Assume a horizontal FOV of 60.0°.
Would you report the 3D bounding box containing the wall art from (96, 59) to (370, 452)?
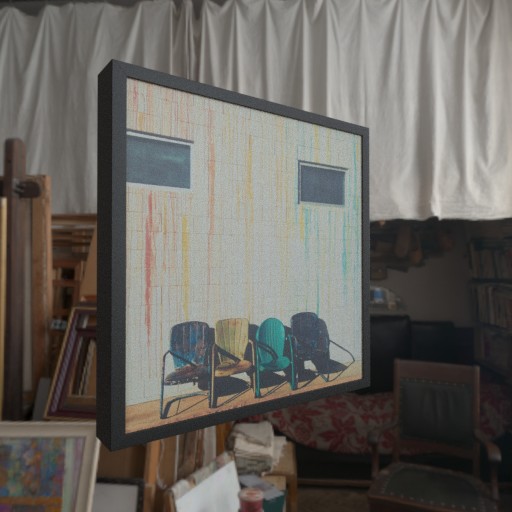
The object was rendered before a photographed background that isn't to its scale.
[{"bbox_3d":[0.000,0.000,0.446,0.304,0.304,0.038,1,-1,-36],"label":"wall art"}]
